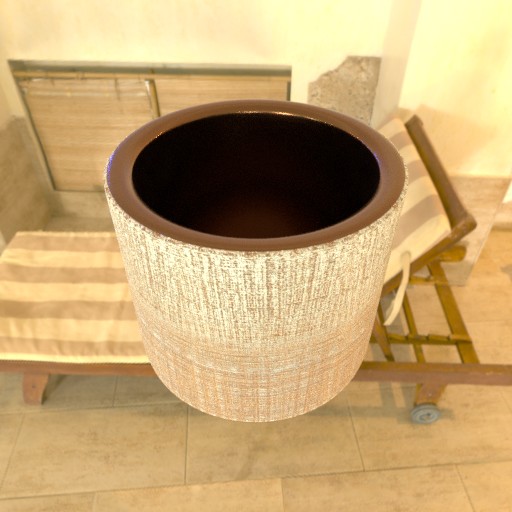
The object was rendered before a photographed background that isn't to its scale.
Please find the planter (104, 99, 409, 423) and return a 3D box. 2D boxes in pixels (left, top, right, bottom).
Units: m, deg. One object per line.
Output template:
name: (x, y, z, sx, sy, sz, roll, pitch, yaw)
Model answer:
planter: (0.000, 0.000, 0.191, 0.109, 0.096, 0.109, 0, 42, 0)
